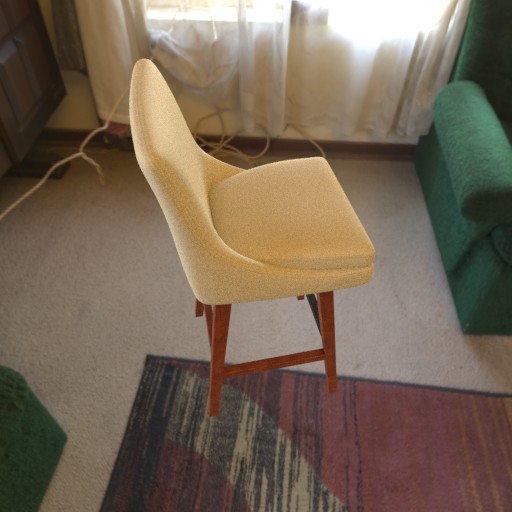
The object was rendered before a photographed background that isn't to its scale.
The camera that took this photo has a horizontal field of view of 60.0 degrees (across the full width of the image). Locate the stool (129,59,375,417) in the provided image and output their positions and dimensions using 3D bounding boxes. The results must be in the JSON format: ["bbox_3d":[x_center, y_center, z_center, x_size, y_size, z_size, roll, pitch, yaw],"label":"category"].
[{"bbox_3d":[0.000,0.000,1.372,0.559,1.092,0.470,-9,47,-8],"label":"stool"}]
